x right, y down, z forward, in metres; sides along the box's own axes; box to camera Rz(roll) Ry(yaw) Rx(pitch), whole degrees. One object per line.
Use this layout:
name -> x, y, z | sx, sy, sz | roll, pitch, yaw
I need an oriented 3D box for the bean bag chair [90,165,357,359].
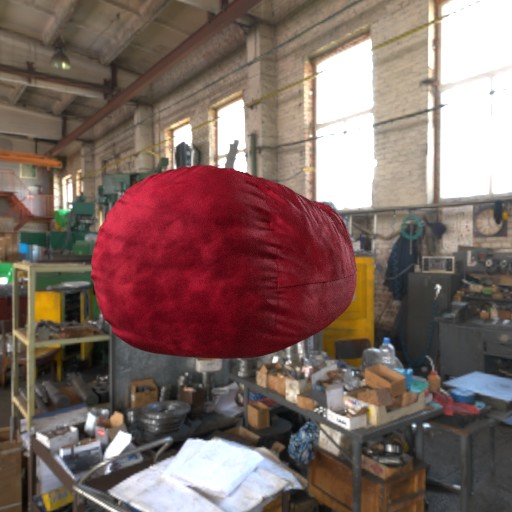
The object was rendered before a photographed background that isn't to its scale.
bean bag chair -> 0.000, 0.000, 2.809 | 1.216, 0.867, 2.293 | 0, 1, 20
